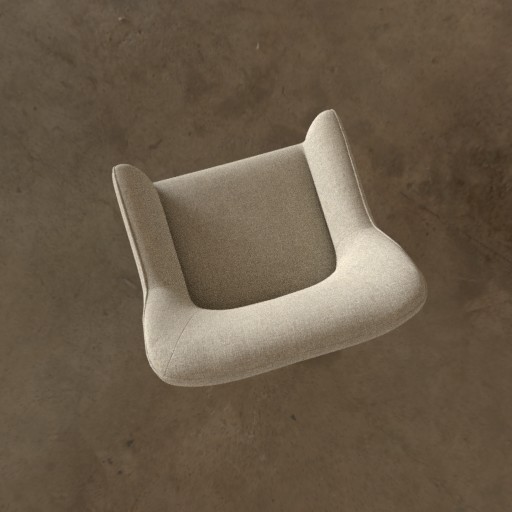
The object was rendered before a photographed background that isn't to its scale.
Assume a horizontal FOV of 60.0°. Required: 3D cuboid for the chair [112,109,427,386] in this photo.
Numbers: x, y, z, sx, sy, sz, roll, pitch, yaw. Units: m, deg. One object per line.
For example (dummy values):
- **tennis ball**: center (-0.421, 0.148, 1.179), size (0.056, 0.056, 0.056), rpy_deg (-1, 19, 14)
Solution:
- **chair**: center (0.000, 0.000, 1.238), size (0.610, 0.813, 0.610), rpy_deg (-16, 76, -4)
